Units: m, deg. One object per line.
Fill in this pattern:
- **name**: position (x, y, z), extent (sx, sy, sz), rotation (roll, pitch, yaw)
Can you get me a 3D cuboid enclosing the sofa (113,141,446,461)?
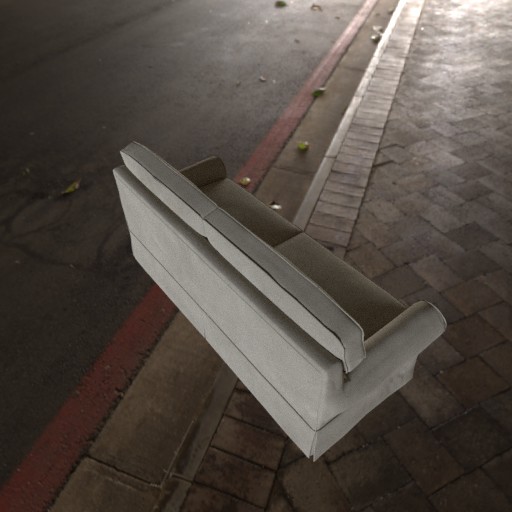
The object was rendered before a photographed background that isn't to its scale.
- **sofa**: position (0.000, 0.000, 2.866), extent (0.900, 1.014, 2.246), rotation (-27, 48, -27)
